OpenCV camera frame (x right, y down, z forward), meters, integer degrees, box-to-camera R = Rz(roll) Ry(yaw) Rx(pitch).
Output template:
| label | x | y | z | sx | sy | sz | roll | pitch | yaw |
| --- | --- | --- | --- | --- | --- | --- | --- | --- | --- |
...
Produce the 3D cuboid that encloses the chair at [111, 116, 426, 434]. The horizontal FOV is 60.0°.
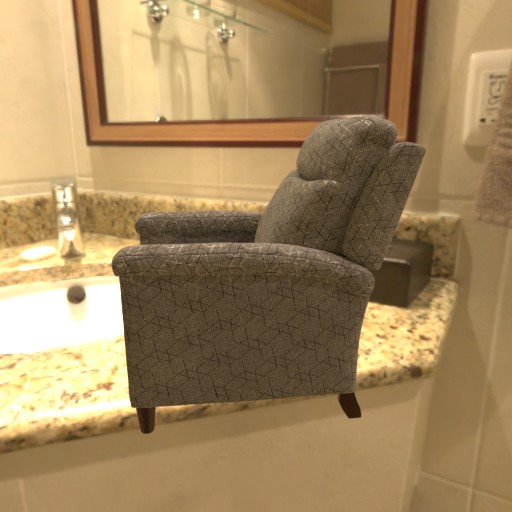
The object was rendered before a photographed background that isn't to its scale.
| label | x | y | z | sx | sy | sz | roll | pitch | yaw |
| --- | --- | --- | --- | --- | --- | --- | --- | --- | --- |
| chair | 0.000 | 0.000 | 1.747 | 0.987 | 1.048 | 0.753 | -2 | 15 | -8 |
